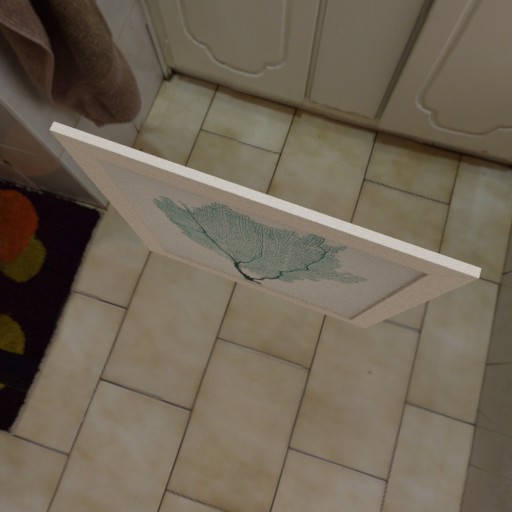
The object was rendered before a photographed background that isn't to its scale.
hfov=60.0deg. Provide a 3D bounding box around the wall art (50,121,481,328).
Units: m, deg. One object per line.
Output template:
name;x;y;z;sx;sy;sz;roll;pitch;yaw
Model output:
wall art;0.000;0.000;0.833;0.572;0.577;0.015;20;76;5
